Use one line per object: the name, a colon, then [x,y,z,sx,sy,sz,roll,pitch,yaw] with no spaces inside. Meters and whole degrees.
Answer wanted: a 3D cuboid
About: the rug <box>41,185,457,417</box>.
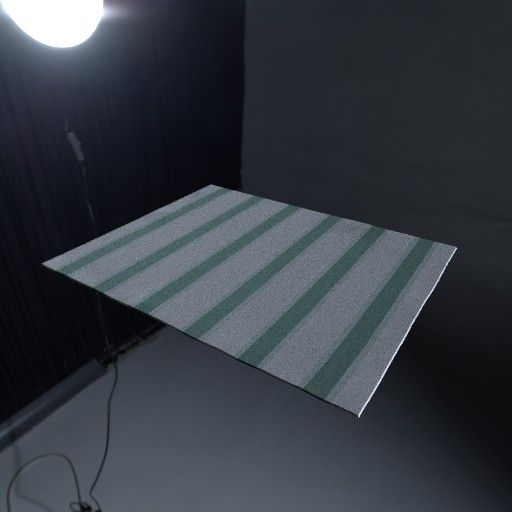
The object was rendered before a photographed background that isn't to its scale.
rug: [0.000,0.000,4.131,3.041,0.019,2.434,18,35,29]
